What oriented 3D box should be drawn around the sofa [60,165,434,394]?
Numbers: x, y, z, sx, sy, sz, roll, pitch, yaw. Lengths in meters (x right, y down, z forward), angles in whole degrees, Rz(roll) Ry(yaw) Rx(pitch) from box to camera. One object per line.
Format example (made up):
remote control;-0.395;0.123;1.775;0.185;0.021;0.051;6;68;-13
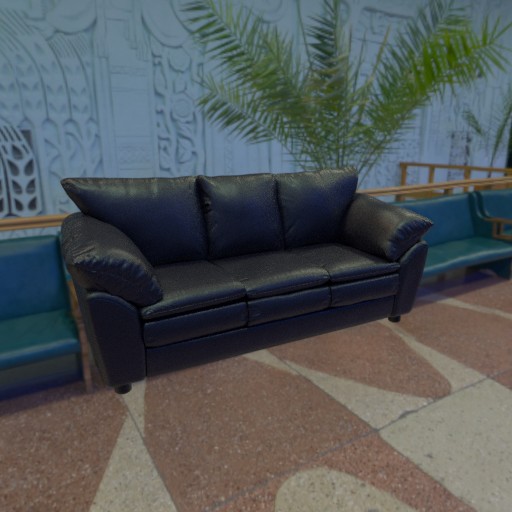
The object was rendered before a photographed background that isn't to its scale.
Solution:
sofa;0.000;0.000;2.901;2.336;1.073;0.880;-8;17;-27
